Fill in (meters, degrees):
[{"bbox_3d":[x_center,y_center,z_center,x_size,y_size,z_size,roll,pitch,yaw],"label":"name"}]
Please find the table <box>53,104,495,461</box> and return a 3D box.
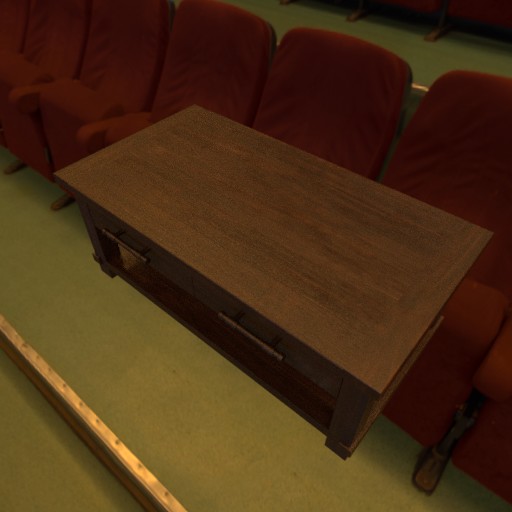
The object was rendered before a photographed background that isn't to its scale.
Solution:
[{"bbox_3d":[0.000,0.000,1.586,1.270,0.494,0.700,31,53,27],"label":"table"}]
